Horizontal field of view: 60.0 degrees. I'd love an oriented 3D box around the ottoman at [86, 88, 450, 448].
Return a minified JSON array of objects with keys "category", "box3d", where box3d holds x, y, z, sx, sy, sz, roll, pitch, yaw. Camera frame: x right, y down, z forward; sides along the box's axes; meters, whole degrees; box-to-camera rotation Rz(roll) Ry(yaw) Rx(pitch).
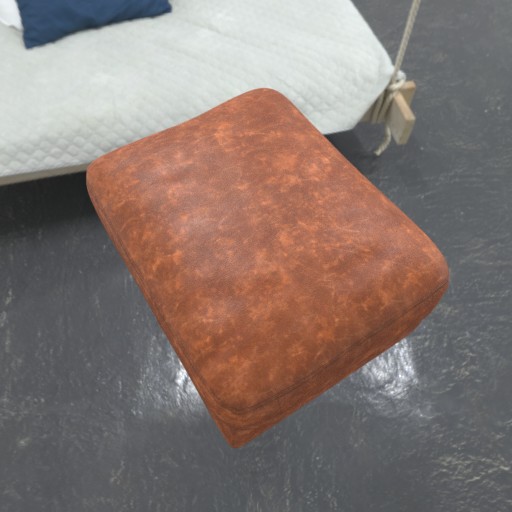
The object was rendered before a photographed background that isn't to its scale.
[{"category":"ottoman","box3d":[0.000,0.000,1.264,0.657,0.562,0.832,-29,63,-16]}]
